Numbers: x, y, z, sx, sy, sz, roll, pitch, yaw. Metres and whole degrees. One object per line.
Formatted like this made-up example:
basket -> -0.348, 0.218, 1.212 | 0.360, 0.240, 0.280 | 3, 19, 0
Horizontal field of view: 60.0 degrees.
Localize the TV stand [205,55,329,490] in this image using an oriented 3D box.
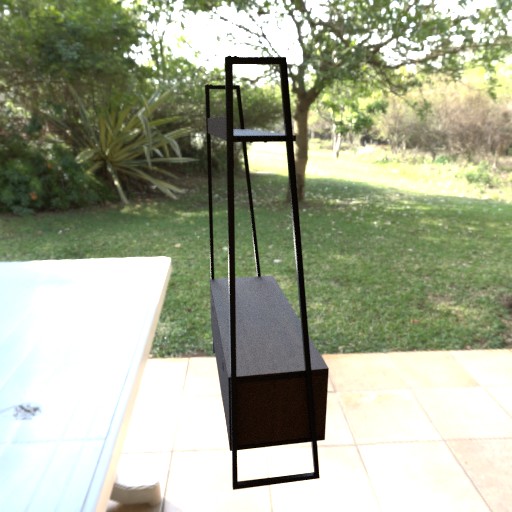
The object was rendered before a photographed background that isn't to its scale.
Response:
TV stand -> 0.000, 0.000, 2.328 | 0.432, 1.772, 1.250 | -3, 17, -9
